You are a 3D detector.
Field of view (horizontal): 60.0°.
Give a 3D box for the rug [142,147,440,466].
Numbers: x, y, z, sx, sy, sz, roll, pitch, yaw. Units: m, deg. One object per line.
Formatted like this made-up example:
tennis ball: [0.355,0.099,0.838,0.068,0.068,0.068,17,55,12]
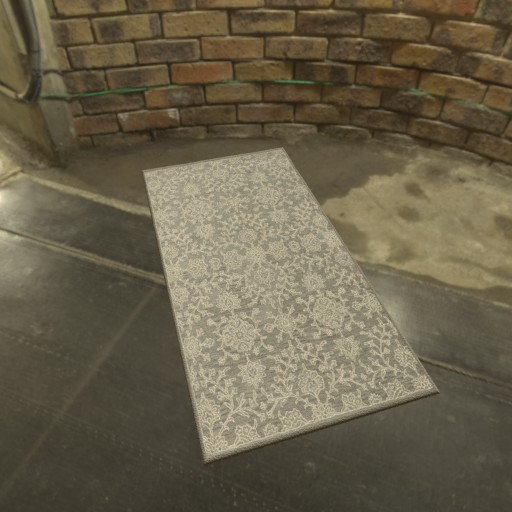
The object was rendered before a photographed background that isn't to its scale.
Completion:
rug: [0.000,0.000,3.706,1.546,0.011,3.048,-12,47,-12]
